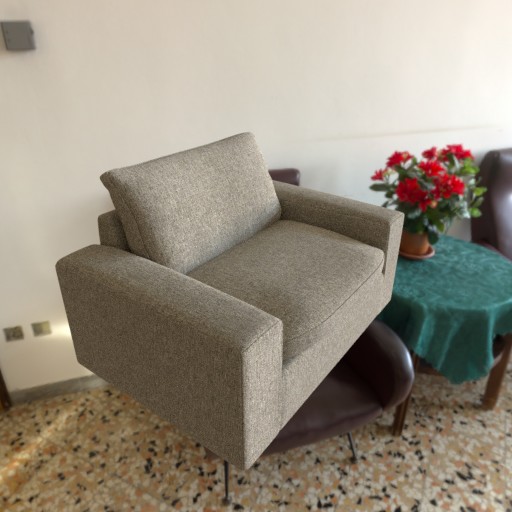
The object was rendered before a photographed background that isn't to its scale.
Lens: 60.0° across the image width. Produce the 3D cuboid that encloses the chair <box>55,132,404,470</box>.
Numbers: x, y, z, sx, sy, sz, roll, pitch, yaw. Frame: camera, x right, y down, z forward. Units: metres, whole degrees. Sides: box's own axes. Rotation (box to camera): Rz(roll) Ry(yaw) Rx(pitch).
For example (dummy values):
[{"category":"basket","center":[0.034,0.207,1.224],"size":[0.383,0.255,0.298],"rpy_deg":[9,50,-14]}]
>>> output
[{"category":"chair","center":[0.000,0.000,2.091],"size":[1.039,0.915,1.398],"rpy_deg":[18,33,32]}]
